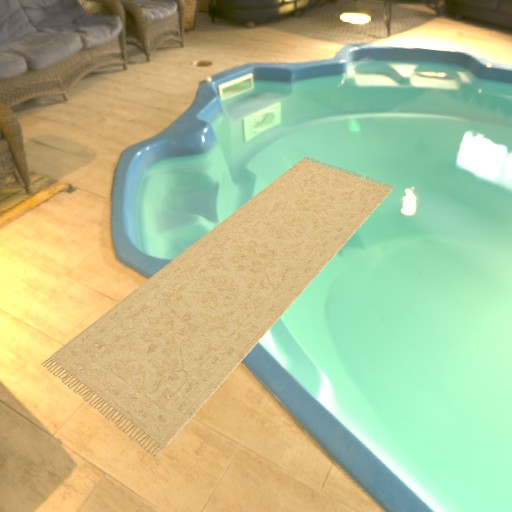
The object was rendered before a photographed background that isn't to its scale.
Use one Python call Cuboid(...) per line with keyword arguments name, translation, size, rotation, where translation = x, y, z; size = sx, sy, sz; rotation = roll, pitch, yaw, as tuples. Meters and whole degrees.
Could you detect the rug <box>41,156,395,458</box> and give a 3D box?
Cuboid(name="rug", translation=(0.000, 0.000, 2.784), size=(0.795, 0.015, 2.544), rotation=(25, 47, 26))
